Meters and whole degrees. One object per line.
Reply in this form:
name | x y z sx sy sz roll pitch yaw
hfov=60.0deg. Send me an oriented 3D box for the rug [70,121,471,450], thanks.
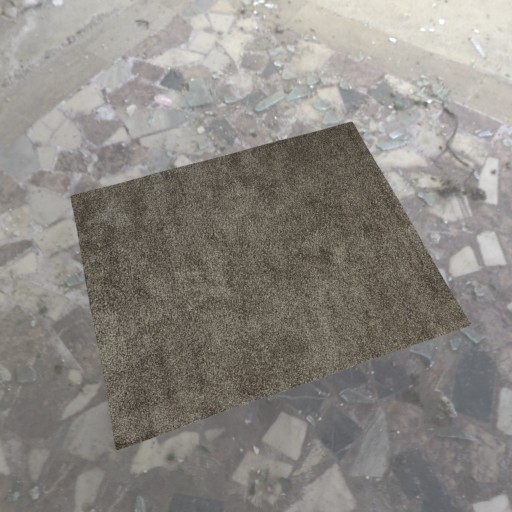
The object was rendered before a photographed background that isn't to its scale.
rug | 0.000 0.000 4.015 3.000 0.025 2.401 -17 64 -8
